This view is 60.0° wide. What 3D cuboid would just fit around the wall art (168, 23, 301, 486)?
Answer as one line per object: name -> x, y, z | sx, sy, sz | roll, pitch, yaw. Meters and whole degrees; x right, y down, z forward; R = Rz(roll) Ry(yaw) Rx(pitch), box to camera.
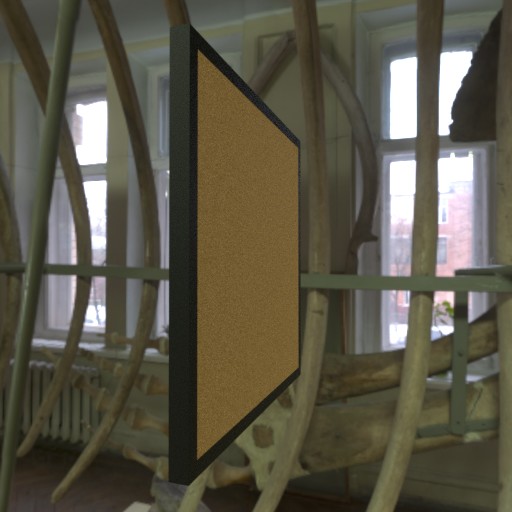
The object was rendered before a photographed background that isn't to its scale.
wall art -> 0.000, 0.000, 1.094 | 0.038, 0.762, 0.762 | 0, -1, 20
